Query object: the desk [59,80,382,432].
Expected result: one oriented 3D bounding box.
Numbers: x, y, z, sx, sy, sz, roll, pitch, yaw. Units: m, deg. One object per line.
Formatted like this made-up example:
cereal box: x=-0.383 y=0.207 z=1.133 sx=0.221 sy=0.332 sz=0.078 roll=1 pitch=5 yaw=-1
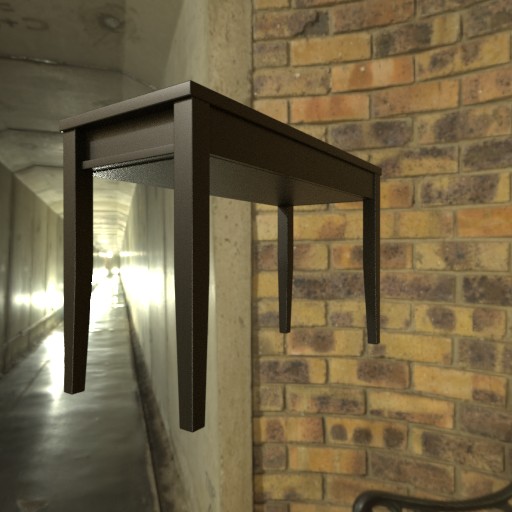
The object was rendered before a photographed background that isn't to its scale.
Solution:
desk: x=0.000 y=0.000 z=1.609 sx=0.508 sy=0.775 sz=1.220 roll=0 pitch=0 yaw=35
